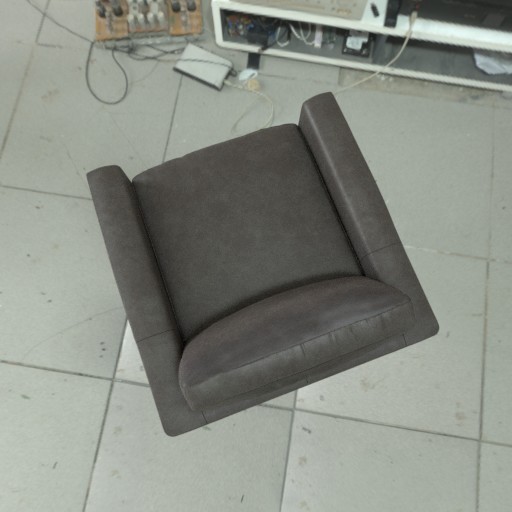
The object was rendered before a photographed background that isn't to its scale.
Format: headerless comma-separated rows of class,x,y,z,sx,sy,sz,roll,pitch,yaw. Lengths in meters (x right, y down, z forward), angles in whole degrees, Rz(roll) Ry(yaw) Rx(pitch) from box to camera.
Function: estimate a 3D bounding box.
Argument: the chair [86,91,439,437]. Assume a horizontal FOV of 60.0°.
chair,0.000,0.000,1.837,1.106,0.807,1.080,-20,78,-5
